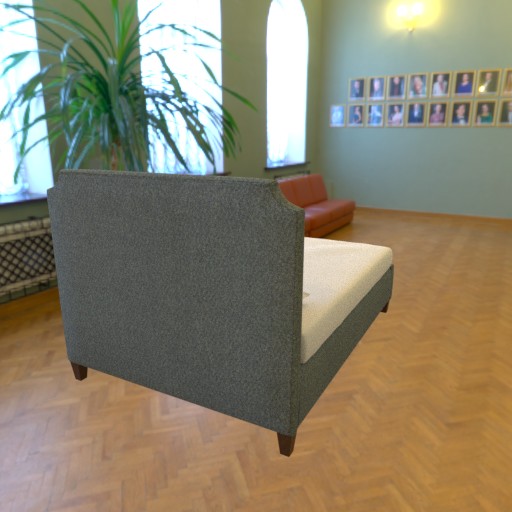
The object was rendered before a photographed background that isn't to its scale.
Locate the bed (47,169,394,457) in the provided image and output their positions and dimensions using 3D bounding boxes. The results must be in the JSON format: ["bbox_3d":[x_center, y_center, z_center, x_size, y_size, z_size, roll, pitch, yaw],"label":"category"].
[{"bbox_3d":[0.000,0.000,3.472,1.712,1.443,2.372,8,17,27],"label":"bed"}]
